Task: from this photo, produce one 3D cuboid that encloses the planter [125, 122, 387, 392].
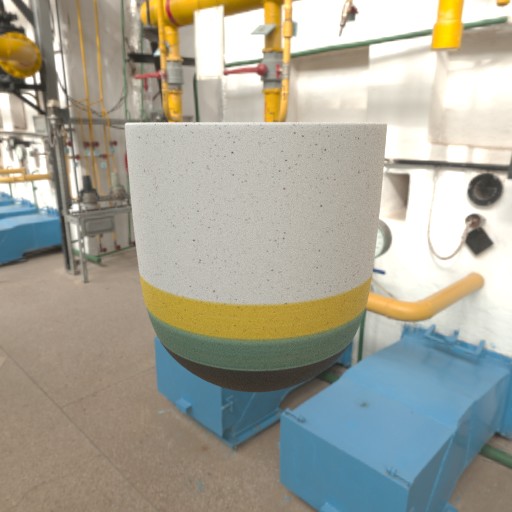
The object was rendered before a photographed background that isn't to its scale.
[{"bbox_3d":[0.000,0.000,0.372,0.195,0.214,0.195,0,16,0],"label":"planter"}]
